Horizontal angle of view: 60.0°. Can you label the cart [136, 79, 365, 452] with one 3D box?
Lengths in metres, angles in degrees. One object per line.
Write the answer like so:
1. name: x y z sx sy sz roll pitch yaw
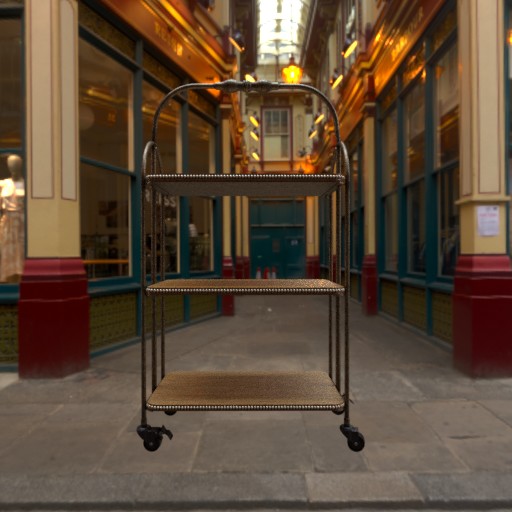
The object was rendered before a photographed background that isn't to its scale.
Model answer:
1. cart: 0.000 0.000 1.328 0.650 1.052 0.330 0 1 0
